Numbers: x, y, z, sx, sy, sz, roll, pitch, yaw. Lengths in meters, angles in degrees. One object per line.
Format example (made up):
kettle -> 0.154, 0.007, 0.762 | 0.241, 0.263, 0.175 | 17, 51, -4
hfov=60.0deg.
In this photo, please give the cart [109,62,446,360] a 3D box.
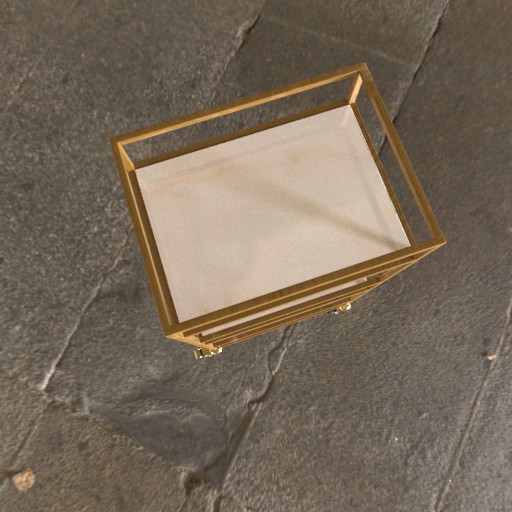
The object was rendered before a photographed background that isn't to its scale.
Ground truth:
cart -> 0.000, 0.000, 1.002 | 0.483, 0.761, 0.332 | -18, 77, -4
